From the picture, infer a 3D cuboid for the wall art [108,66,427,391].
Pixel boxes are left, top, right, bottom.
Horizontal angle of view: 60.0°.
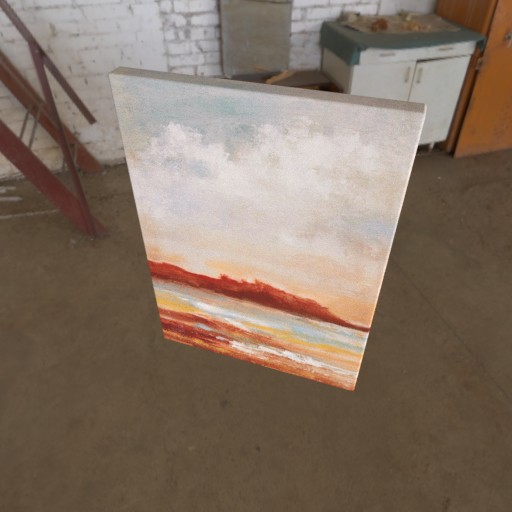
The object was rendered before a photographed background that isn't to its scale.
[{"bbox_3d":[0.000,0.000,0.797,0.443,0.605,0.035,12,43,14],"label":"wall art"}]
